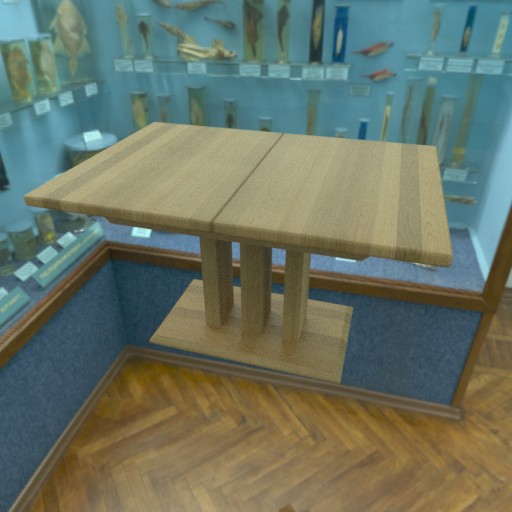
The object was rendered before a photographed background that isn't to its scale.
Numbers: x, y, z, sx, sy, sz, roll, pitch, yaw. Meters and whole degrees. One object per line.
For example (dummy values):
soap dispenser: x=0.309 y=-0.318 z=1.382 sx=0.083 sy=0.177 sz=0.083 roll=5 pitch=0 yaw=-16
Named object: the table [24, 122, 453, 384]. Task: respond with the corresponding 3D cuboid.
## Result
table: x=0.000 y=0.000 z=1.833 sx=1.300 sy=0.770 sz=0.900 roll=9 pitch=33 yaw=14
